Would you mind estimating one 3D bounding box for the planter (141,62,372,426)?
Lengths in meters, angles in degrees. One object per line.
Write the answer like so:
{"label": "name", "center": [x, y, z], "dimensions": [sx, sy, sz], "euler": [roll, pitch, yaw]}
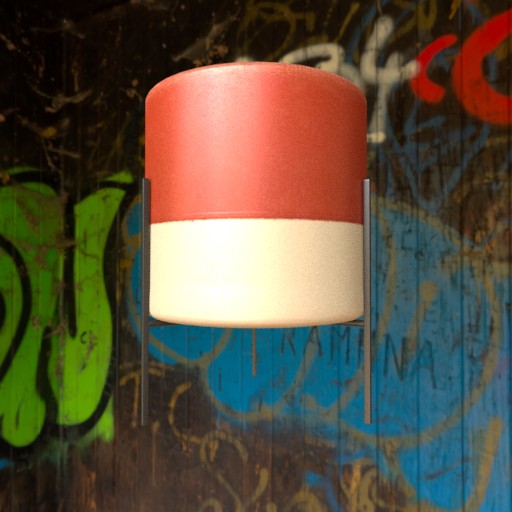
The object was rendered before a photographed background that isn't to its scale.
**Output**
{"label": "planter", "center": [0.000, 0.000, 0.705], "dimensions": [0.345, 0.465, 0.354], "euler": [0, -1, -1]}
